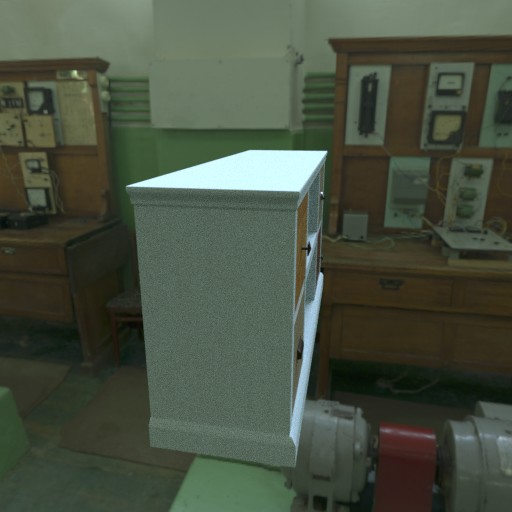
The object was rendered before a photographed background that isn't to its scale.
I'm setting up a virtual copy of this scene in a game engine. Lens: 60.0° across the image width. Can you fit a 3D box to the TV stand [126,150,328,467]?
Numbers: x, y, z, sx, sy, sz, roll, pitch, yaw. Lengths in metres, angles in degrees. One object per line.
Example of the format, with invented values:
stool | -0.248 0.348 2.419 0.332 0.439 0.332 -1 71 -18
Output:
TV stand | 0.000 0.000 1.497 0.424 0.624 1.187 3 17 11
